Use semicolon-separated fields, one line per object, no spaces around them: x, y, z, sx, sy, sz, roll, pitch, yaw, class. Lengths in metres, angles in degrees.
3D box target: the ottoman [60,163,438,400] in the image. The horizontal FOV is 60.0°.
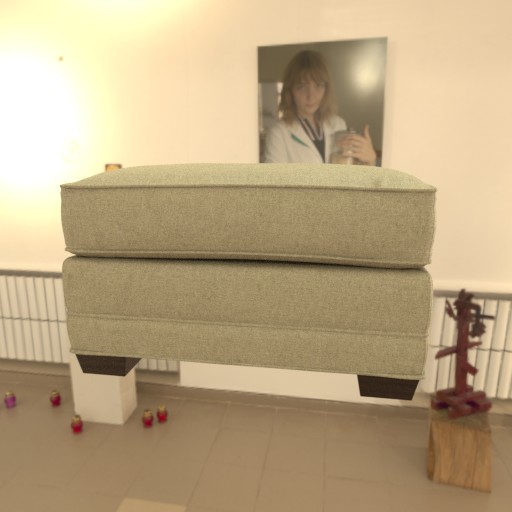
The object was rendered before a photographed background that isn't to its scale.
0.000;0.000;1.239;0.848;0.508;0.611;2;13;9;ottoman
